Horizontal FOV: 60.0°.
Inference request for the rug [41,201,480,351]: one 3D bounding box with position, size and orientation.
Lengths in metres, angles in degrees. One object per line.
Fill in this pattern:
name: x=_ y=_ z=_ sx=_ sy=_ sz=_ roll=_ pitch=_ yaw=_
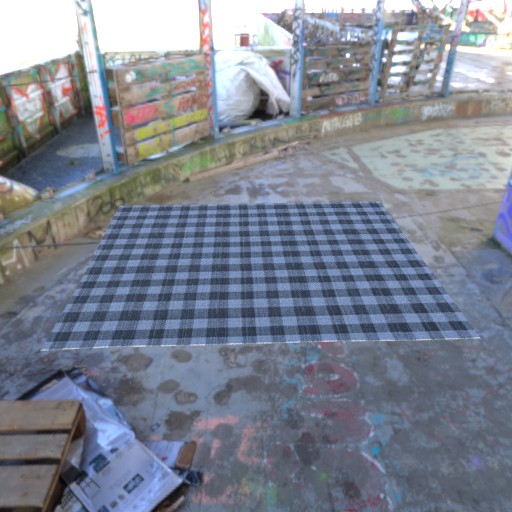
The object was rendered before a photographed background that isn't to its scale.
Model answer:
rug: x=0.000 y=0.000 z=4.078 sx=3.021 sy=0.013 sz=2.432 roll=-1 pitch=30 yaw=-2
